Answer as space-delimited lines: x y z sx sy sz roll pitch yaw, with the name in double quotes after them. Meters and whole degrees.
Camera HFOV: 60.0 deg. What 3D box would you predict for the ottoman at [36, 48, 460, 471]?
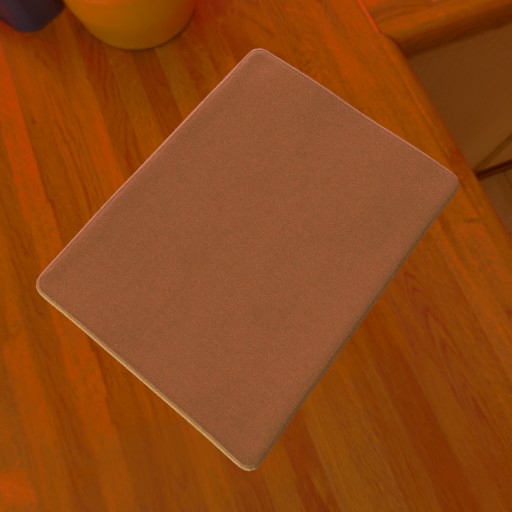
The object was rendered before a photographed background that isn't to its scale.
0.000 0.000 1.223 0.648 0.461 0.833 37 78 10 "ottoman"
